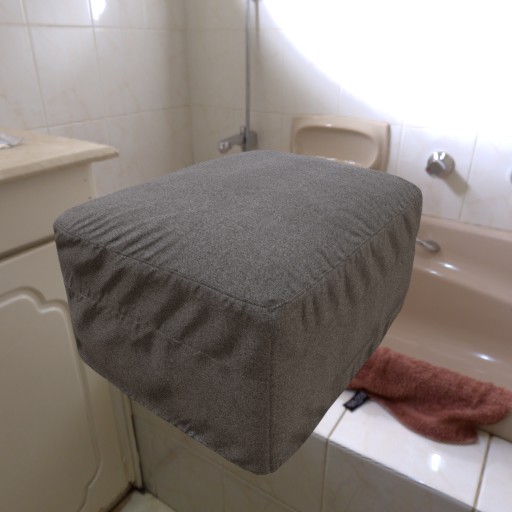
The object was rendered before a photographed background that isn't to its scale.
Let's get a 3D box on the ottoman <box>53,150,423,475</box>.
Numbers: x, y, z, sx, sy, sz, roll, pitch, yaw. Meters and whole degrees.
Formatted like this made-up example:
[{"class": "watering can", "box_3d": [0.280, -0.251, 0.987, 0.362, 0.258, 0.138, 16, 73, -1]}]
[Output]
[{"class": "ottoman", "box_3d": [0.000, 0.000, 1.225, 0.683, 0.481, 0.837, 17, 30, 32]}]
